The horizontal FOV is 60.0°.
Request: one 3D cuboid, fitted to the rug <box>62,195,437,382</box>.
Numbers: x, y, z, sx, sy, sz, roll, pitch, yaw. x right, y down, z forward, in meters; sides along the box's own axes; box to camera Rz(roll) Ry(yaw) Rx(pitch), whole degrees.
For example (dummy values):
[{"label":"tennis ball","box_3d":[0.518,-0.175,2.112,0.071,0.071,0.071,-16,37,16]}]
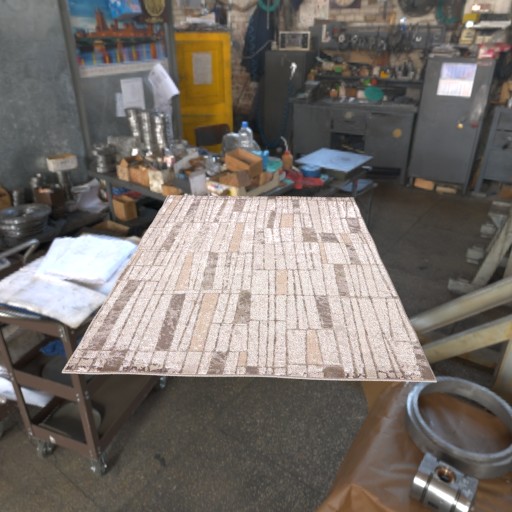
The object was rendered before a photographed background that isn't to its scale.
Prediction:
[{"label":"rug","box_3d":[0.000,0.000,4.351,2.449,0.019,3.357,1,28,2]}]
